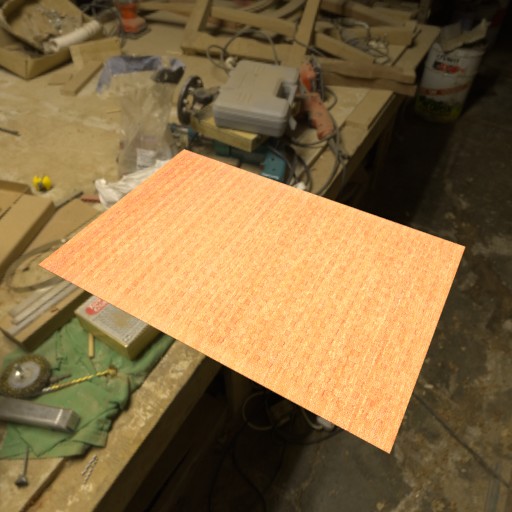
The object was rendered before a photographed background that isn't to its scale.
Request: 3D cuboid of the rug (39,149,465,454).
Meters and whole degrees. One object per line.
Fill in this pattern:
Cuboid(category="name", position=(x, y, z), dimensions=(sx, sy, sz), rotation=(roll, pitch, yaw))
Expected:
Cuboid(category="rug", position=(0.000, 0.000, 2.850), dimensions=(2.285, 0.006, 1.524), rotation=(23, 50, 21))
